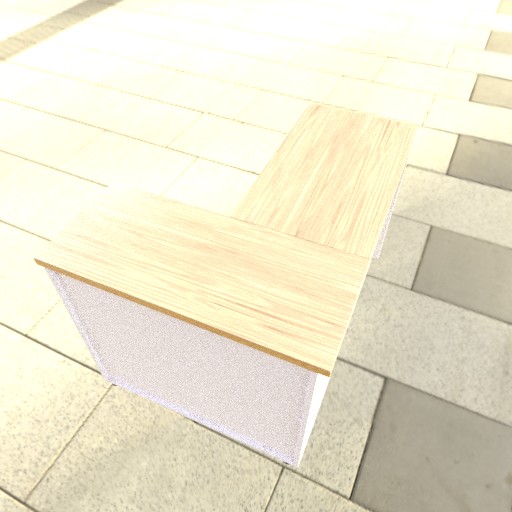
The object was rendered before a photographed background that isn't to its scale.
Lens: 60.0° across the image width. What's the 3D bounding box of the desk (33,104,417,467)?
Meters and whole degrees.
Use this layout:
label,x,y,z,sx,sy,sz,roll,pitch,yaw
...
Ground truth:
label,x,y,z,sx,sy,sz,roll,pitch,yaw
desk,0.000,0.000,1.806,0.900,0.760,1.170,18,50,16
